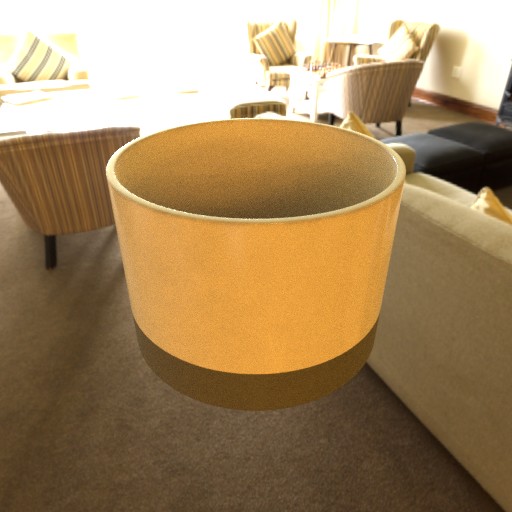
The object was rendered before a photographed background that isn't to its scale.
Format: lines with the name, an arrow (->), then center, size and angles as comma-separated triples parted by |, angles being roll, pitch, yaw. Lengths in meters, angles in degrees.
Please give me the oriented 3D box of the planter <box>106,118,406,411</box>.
planter -> 0.000, 0.000, 0.225 | 0.128, 0.105, 0.128 | 0, 32, 0
